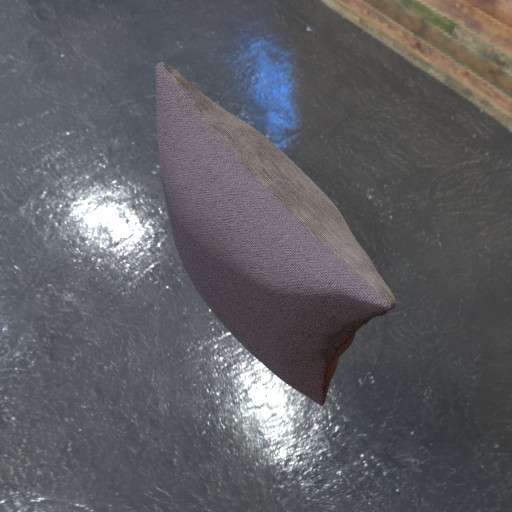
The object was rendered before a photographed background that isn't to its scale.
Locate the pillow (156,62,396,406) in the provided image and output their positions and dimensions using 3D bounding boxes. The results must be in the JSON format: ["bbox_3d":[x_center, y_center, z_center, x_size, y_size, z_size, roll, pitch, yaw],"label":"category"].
[{"bbox_3d":[0.000,0.000,0.691,0.204,0.439,0.452,-31,64,-17],"label":"pillow"}]
